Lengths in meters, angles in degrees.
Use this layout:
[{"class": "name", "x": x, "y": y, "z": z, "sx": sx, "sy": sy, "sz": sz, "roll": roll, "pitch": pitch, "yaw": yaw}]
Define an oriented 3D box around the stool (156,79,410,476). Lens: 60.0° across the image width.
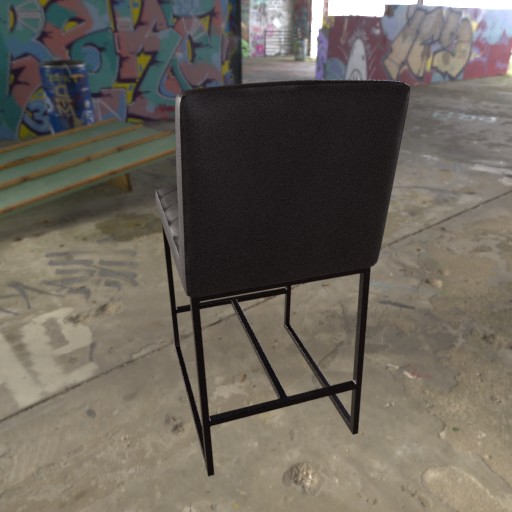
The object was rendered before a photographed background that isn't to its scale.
[{"class": "stool", "x": 0.000, "y": 0.000, "z": 1.209, "sx": 0.463, "sy": 0.946, "sz": 0.562, "roll": -9, "pitch": 29, "yaw": -16}]
